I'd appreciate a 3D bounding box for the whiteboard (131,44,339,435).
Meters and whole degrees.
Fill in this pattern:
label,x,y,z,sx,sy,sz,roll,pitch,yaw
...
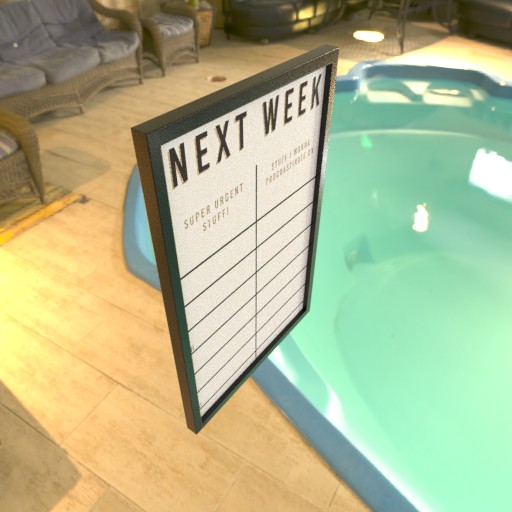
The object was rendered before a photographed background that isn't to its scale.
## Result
label,x,y,z,sx,sy,sz,roll,pitch,yaw
whiteboard,0.000,0.000,0.782,0.026,0.611,0.406,26,46,28
